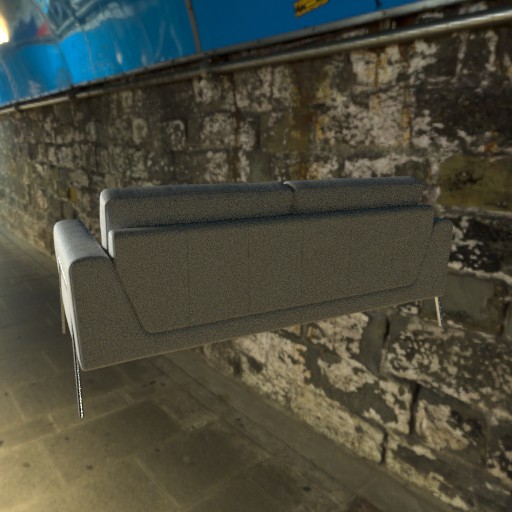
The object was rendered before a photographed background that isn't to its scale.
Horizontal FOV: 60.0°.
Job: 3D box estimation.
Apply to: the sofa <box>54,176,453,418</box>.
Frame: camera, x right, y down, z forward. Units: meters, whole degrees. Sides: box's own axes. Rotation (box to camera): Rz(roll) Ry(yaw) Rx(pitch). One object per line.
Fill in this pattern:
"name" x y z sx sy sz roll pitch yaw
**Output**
"sofa" 0.000 0.000 2.473 2.017 0.875 0.953 -7 16 -26
